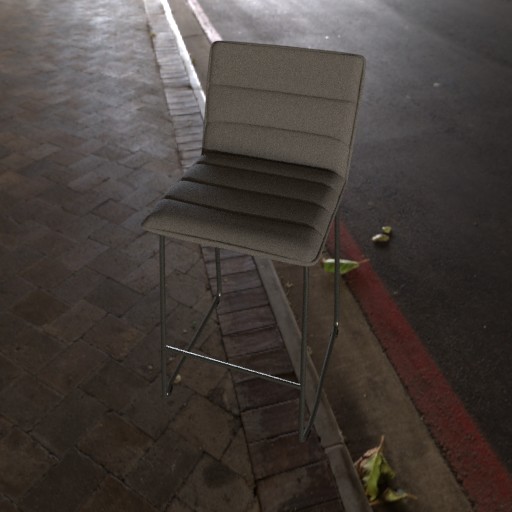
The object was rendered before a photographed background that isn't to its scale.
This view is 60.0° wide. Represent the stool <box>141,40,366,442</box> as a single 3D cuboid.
[{"bbox_3d":[0.000,0.000,1.211,0.490,0.960,0.490,13,43,14],"label":"stool"}]
